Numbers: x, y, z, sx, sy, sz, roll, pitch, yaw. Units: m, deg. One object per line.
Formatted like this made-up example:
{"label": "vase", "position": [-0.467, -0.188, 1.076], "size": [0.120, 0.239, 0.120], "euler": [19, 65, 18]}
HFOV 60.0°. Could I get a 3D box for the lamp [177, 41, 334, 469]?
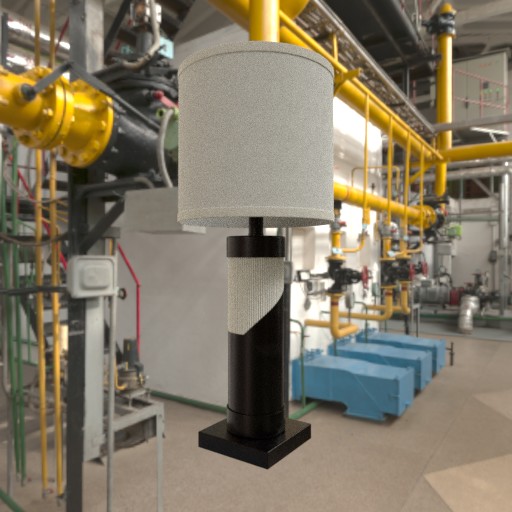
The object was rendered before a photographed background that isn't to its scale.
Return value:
{"label": "lamp", "position": [0.000, 0.000, 0.604], "size": [0.211, 0.509, 0.211], "euler": [0, 0, 35]}
